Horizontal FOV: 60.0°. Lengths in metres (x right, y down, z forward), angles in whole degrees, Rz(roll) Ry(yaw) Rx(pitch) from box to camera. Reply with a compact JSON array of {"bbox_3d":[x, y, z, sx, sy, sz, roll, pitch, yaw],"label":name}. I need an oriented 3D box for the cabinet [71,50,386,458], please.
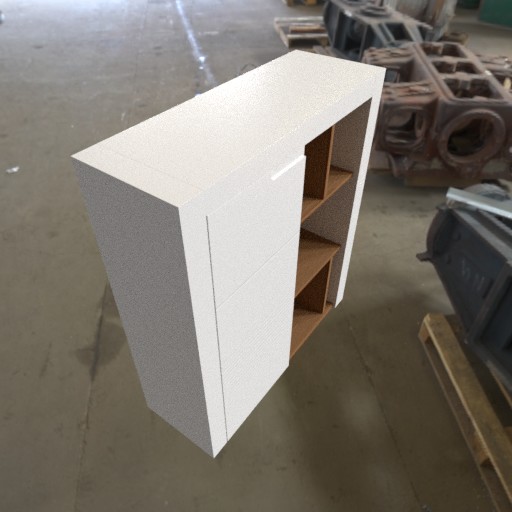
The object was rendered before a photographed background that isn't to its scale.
[{"bbox_3d":[0.000,0.000,1.637,0.348,1.150,0.990,26,48,26],"label":"cabinet"}]
